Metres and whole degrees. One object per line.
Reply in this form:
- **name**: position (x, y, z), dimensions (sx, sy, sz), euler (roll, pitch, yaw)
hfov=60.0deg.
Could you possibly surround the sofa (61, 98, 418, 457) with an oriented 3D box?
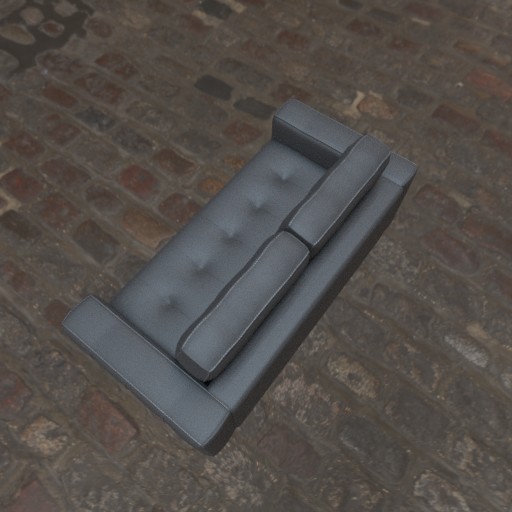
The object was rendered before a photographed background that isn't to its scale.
- **sofa**: position (0.000, 0.000, 2.233), dimensions (0.833, 0.893, 1.726), euler (34, 67, 17)
